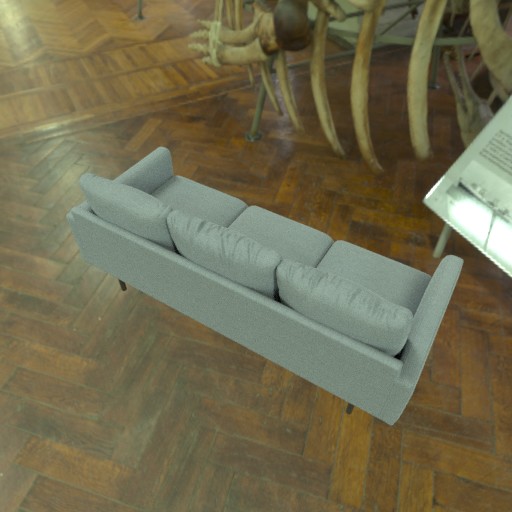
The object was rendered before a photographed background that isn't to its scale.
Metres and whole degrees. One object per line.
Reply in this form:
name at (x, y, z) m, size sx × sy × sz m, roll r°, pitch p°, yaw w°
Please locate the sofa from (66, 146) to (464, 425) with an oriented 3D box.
sofa at (0.000, 0.000, 2.480) m, size 2.000 × 0.830 × 0.850 m, roll 24°, pitch 51°, yaw 21°
